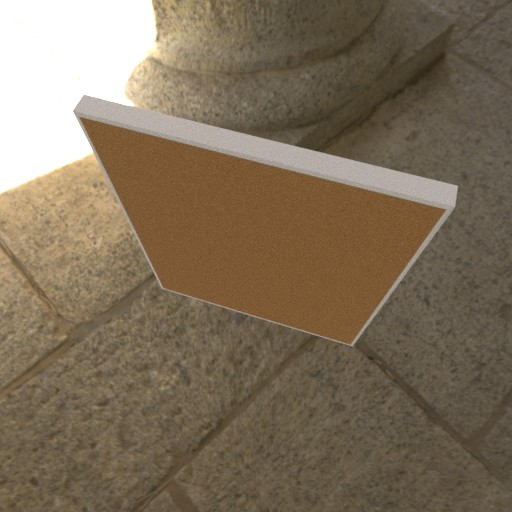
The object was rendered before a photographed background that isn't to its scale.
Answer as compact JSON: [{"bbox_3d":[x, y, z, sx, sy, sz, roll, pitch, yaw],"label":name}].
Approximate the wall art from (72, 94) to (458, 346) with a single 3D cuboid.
[{"bbox_3d":[0.000,0.000,0.741,0.443,0.549,0.030,16,64,8],"label":"wall art"}]
